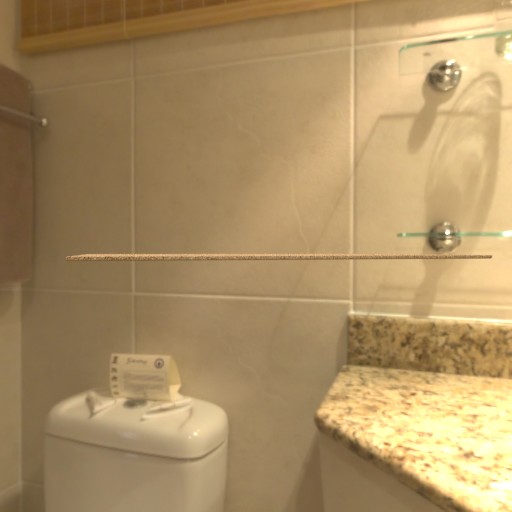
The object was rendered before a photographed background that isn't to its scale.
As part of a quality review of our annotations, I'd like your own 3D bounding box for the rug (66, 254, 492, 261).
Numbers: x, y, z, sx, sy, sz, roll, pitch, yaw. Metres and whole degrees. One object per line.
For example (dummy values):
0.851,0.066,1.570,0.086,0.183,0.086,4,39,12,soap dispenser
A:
0.000,0.000,4.041,3.000,0.026,2.400,0,1,-18,rug
